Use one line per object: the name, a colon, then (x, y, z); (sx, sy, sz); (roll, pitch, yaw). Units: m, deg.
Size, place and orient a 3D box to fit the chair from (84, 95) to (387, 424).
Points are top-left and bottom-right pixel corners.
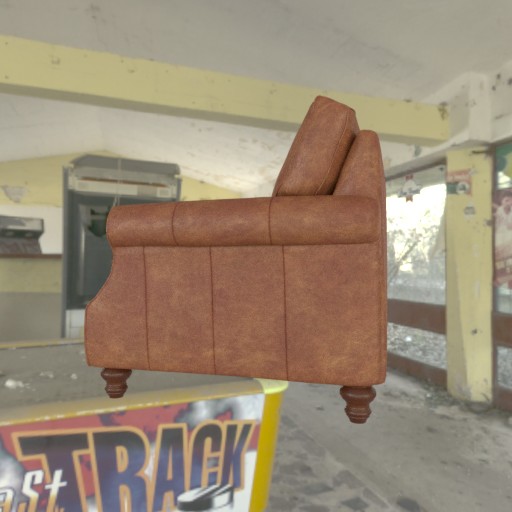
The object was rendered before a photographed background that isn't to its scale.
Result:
chair: (0.000, 0.000, 1.735); (0.986, 0.962, 0.983); (0, -1, 17)
